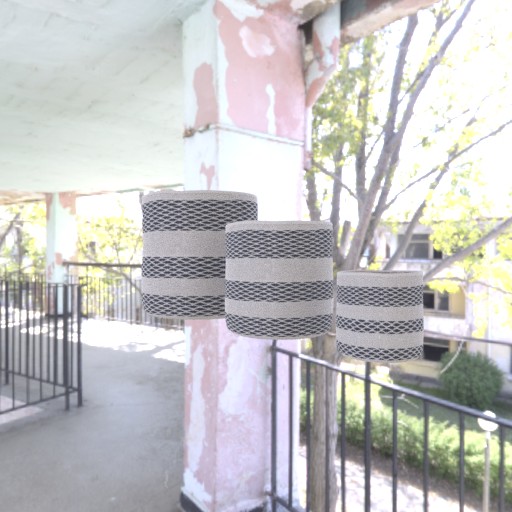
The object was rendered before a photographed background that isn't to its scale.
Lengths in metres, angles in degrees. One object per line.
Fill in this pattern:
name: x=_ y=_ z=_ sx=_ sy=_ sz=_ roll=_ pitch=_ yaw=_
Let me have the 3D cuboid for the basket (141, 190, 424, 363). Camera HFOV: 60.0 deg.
basket: x=0.000 y=0.000 z=1.118 sx=0.351 sy=0.356 sz=0.917 roll=0 pitch=1 yaw=-36
